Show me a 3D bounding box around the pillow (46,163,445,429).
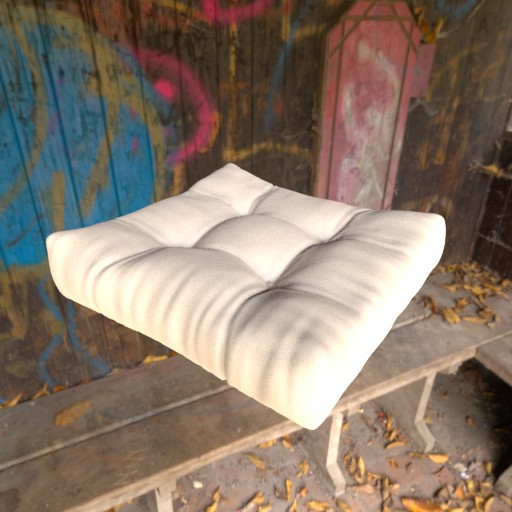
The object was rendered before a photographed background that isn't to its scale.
[{"bbox_3d":[0.000,0.000,0.729,0.490,0.128,0.468,20,35,31],"label":"pillow"}]
